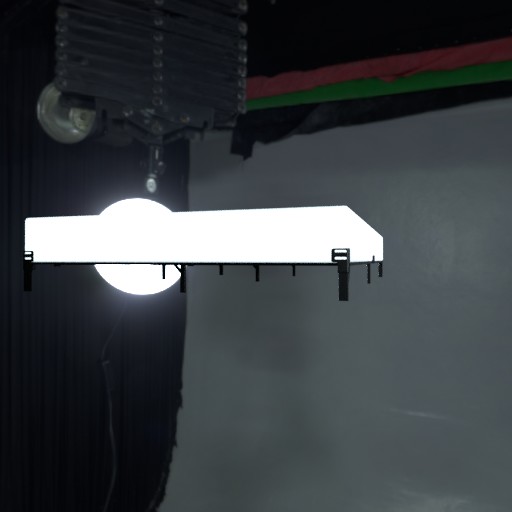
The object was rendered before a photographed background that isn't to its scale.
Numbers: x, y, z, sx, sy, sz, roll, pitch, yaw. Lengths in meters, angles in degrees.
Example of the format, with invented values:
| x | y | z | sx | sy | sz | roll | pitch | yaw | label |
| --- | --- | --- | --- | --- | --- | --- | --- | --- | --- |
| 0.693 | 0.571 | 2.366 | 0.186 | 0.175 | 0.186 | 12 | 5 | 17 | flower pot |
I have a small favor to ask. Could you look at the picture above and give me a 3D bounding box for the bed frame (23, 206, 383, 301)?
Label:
| x | y | z | sx | sy | sz | roll | pitch | yaw | label |
| --- | --- | --- | --- | --- | --- | --- | --- | --- | --- |
| 0.000 | 0.000 | 3.750 | 1.930 | 0.440 | 2.987 | 0 | 0 | 19 | bed frame |
